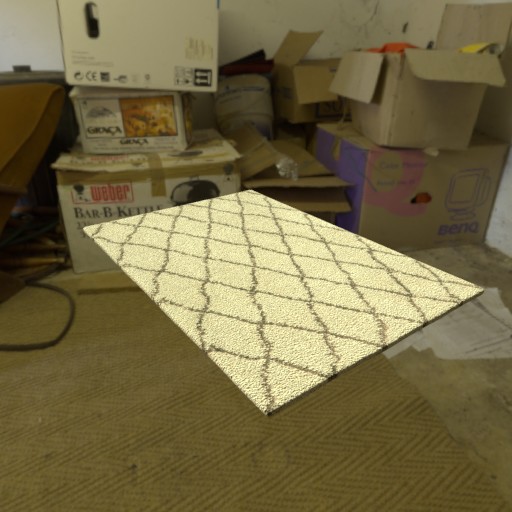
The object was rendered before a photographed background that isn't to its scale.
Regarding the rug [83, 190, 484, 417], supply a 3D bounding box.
[{"bbox_3d":[0.000,0.000,2.282,1.219,0.030,1.778,-18,31,-32],"label":"rug"}]
